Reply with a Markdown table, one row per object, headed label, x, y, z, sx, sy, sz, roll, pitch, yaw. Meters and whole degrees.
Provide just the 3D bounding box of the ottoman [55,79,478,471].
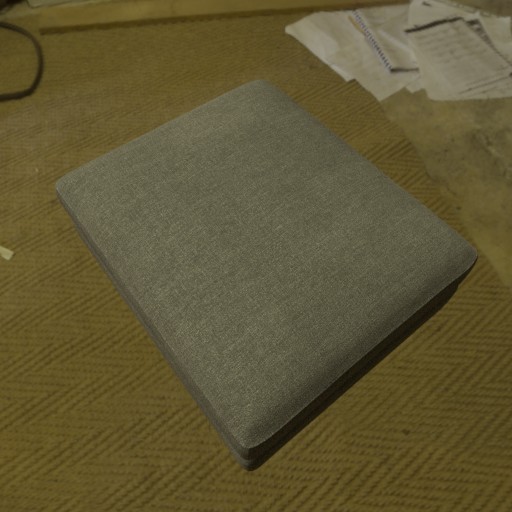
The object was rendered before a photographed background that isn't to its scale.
| label | x | y | z | sx | sy | sz | roll | pitch | yaw |
| --- | --- | --- | --- | --- | --- | --- | --- | --- | --- |
| ottoman | 0.000 | 0.000 | 1.206 | 0.693 | 0.474 | 0.821 | -34 | 64 | -19 |
